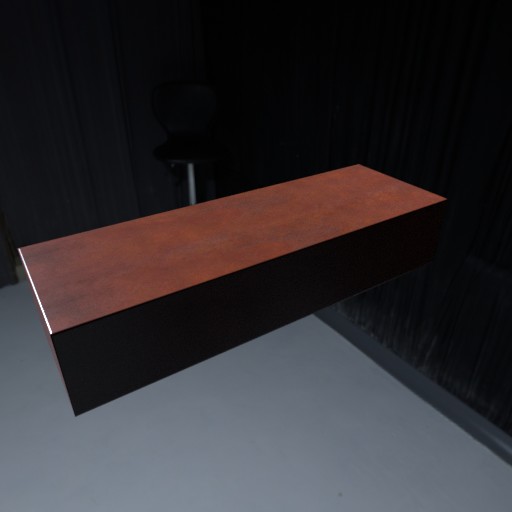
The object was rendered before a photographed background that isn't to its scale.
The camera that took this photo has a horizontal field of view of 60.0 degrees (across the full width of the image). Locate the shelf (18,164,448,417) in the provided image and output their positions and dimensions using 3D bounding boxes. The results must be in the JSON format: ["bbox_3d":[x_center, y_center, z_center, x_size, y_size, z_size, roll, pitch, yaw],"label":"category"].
[{"bbox_3d":[0.000,0.000,0.508,0.457,0.088,0.152,-18,35,-28],"label":"shelf"}]
